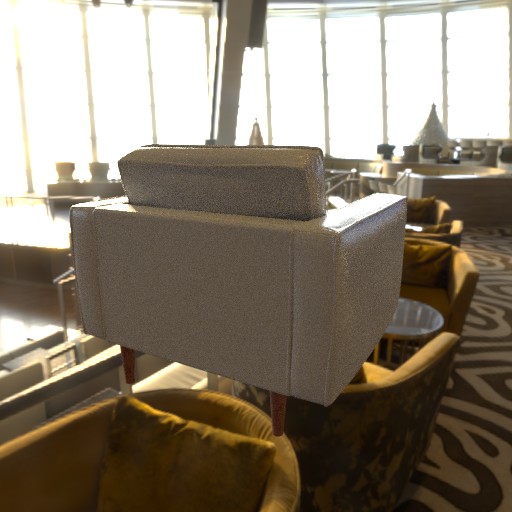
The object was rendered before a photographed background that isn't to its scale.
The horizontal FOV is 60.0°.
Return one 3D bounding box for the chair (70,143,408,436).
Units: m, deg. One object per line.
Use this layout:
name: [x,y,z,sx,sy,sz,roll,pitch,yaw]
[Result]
chair: [0.000,0.000,1.572,0.928,0.773,0.843,8,17,28]
